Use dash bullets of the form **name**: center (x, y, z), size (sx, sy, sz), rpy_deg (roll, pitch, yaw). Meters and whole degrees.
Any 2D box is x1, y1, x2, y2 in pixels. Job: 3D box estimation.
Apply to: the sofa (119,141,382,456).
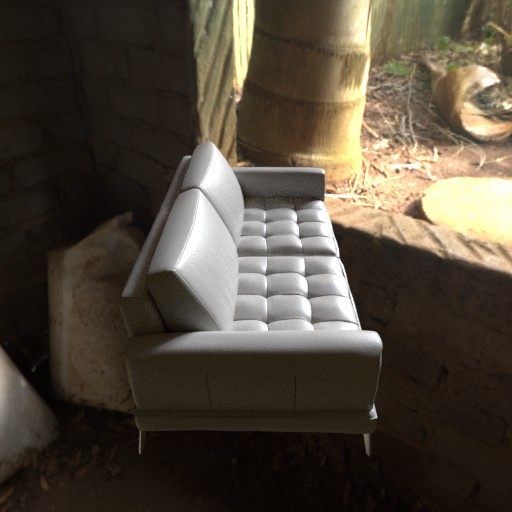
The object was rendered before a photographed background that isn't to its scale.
- **sofa**: center (0.000, 0.000, 2.749), size (1.121, 0.930, 2.177), rpy_deg (0, 32, 0)
